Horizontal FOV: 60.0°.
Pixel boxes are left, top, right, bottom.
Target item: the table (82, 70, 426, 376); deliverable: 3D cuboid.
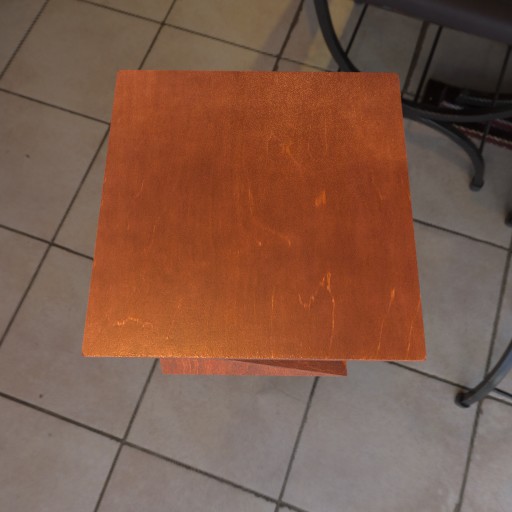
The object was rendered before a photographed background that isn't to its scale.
[{"bbox_3d":[0.000,0.000,0.859,0.427,0.520,0.427,1,73,0],"label":"table"}]
